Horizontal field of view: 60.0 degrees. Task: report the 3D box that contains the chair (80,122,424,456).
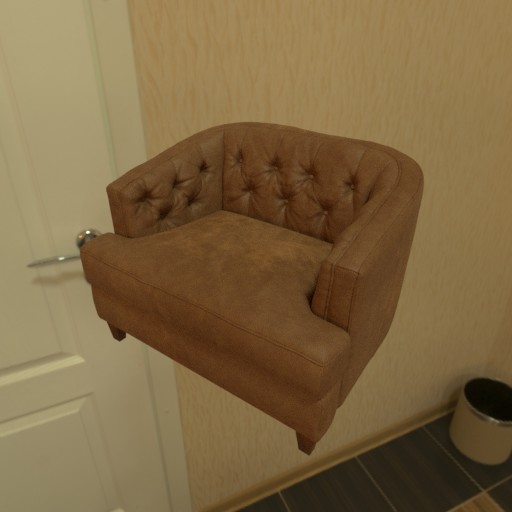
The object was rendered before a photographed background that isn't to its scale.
[{"bbox_3d":[0.000,0.000,1.798,1.119,0.836,0.911,20,36,30],"label":"chair"}]
